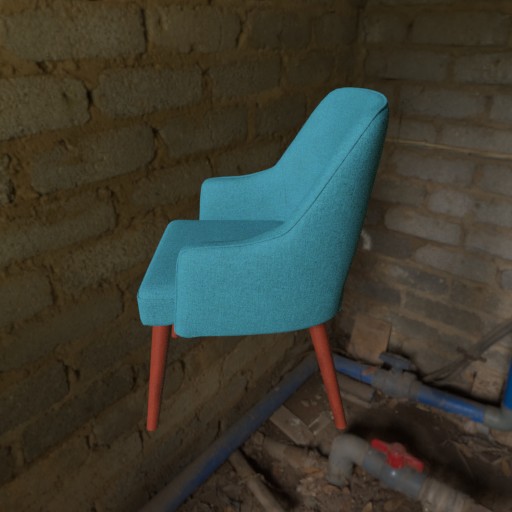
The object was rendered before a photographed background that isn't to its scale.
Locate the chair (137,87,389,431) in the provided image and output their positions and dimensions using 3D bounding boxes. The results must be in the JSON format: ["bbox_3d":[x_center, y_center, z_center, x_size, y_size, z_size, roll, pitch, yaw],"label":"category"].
[{"bbox_3d":[0.000,0.000,1.223,0.605,0.849,0.548,0,27,0],"label":"chair"}]
